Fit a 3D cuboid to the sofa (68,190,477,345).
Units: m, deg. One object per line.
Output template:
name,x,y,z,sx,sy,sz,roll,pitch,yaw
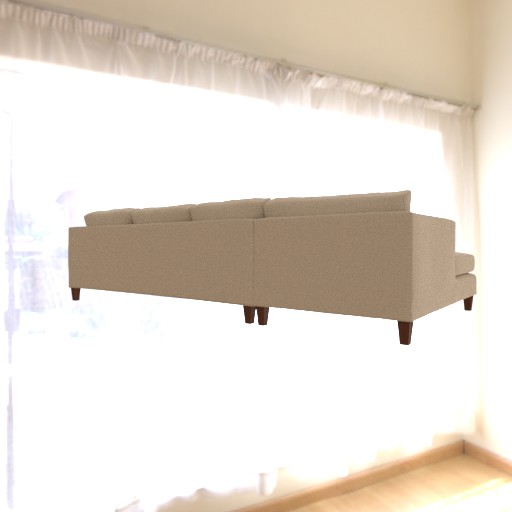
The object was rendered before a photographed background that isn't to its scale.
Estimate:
sofa,0.000,0.000,3.825,3.186,0.846,1.625,1,2,37
